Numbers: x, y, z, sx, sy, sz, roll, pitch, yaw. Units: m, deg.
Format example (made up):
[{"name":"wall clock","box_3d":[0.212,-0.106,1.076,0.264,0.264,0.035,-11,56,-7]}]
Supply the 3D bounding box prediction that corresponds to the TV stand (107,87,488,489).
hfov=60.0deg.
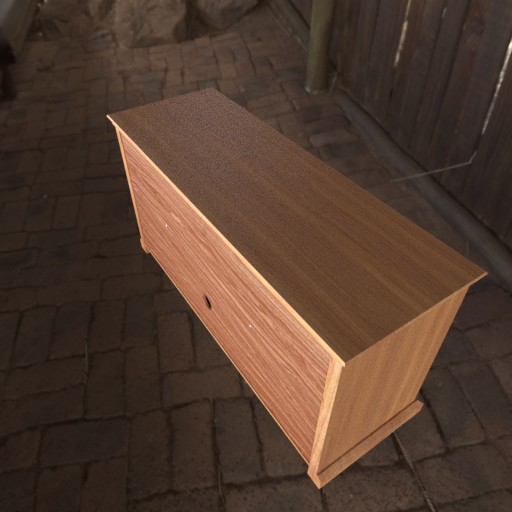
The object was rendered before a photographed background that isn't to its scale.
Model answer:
[{"name":"TV stand","box_3d":[0.000,0.000,1.426,0.417,0.607,1.181,-25,49,-24]}]
